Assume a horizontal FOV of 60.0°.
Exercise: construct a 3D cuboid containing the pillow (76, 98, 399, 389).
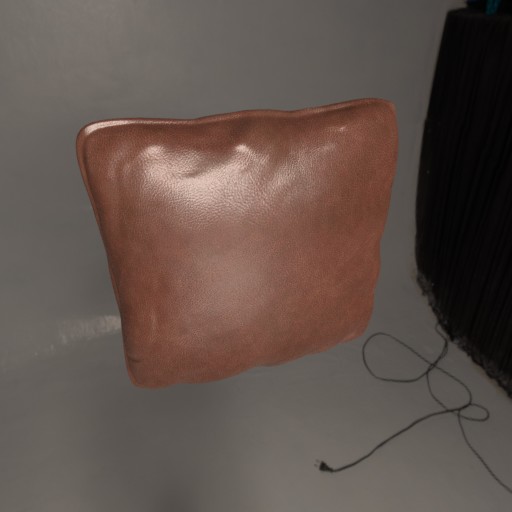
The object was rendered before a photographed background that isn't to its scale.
[{"bbox_3d":[0.000,0.000,0.806,0.532,0.523,0.236,-10,33,-16],"label":"pillow"}]
